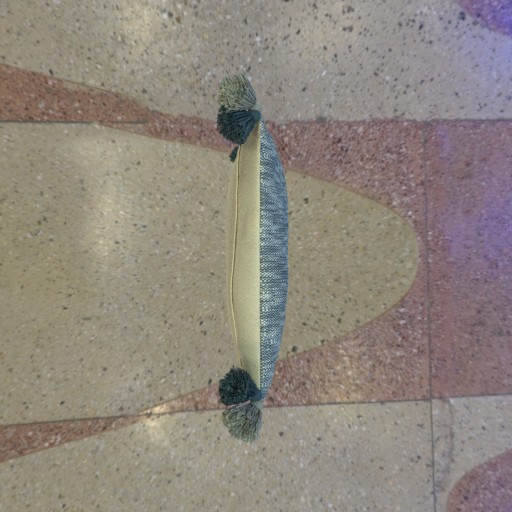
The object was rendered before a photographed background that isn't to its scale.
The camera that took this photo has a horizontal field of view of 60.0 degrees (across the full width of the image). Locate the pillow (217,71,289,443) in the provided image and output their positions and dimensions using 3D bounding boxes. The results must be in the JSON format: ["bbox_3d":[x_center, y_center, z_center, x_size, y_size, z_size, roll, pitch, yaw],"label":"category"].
[{"bbox_3d":[0.000,0.000,0.956,0.138,0.634,0.614,0,91,-1],"label":"pillow"}]
